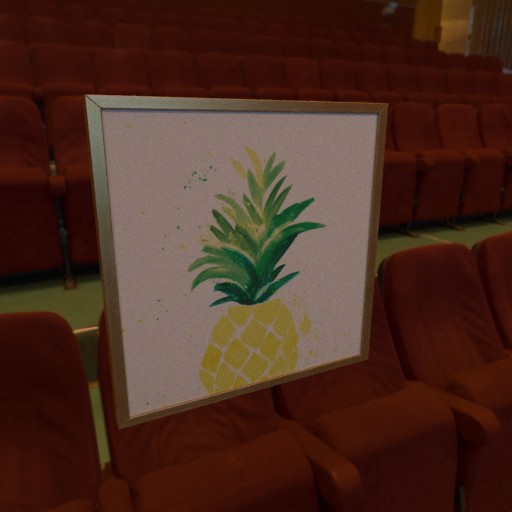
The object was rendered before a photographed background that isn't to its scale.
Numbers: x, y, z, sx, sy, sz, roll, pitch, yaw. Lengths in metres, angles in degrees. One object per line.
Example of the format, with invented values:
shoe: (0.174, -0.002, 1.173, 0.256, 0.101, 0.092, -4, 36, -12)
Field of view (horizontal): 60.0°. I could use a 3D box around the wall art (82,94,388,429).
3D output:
wall art: (0.000, 0.000, 0.767, 0.510, 0.509, 0.033, -8, 18, -25)
